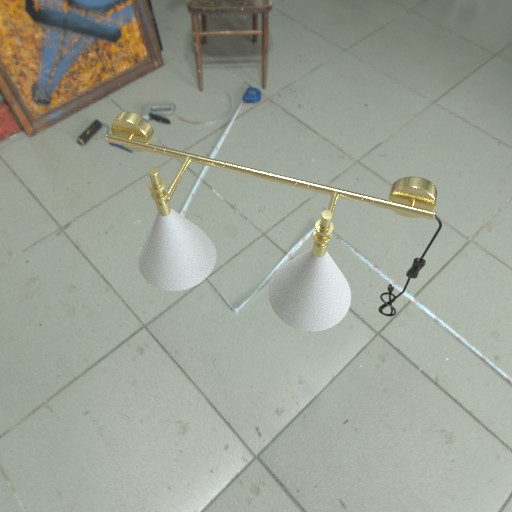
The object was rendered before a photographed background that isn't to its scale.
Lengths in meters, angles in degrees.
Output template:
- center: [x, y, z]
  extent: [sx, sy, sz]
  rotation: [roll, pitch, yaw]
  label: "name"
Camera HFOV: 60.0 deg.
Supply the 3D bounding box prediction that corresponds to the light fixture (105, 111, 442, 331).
- center: [0.000, 0.000, 0.876]
  extent: [0.642, 0.468, 0.239]
  rotation: [15, 59, 9]
  label: "light fixture"
